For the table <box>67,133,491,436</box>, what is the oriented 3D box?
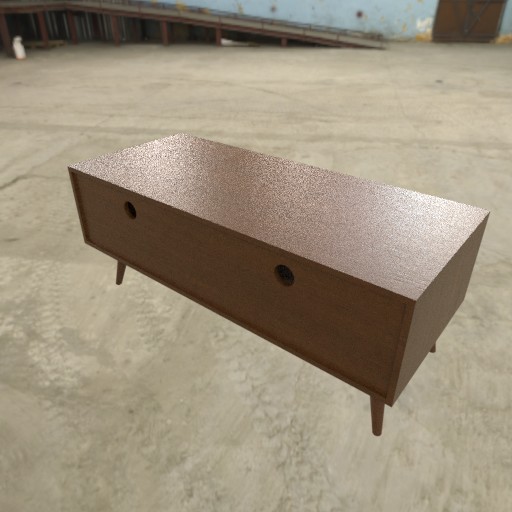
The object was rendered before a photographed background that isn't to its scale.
[{"bbox_3d":[0.000,0.000,1.365,1.119,0.464,0.490,22,37,33],"label":"table"}]
